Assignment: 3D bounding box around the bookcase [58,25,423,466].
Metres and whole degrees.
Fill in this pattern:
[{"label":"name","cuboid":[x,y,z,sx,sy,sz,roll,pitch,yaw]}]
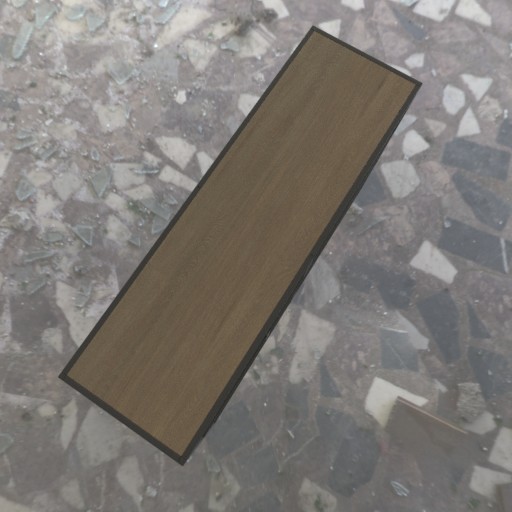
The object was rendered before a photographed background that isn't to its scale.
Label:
[{"label":"bookcase","cuboid":[0.000,0.000,1.487,0.350,0.780,1.140,32,78,8]}]
